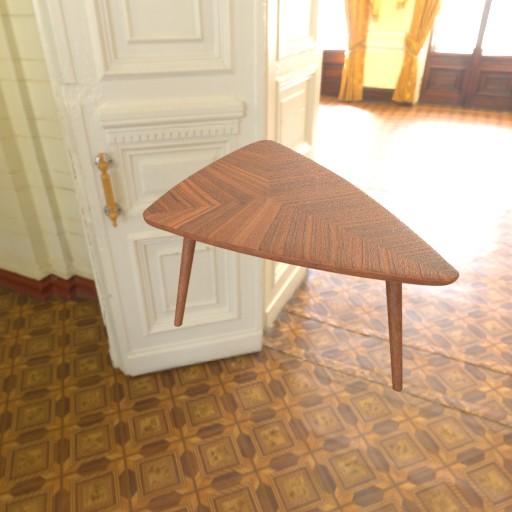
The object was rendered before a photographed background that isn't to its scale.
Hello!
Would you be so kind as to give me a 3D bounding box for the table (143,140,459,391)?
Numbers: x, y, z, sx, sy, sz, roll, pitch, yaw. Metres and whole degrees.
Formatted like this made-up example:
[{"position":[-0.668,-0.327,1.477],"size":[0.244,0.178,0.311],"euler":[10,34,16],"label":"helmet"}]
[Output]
[{"position":[0.000,0.000,1.286],"size":[0.601,0.365,1.008],"euler":[-11,32,-18],"label":"table"}]
